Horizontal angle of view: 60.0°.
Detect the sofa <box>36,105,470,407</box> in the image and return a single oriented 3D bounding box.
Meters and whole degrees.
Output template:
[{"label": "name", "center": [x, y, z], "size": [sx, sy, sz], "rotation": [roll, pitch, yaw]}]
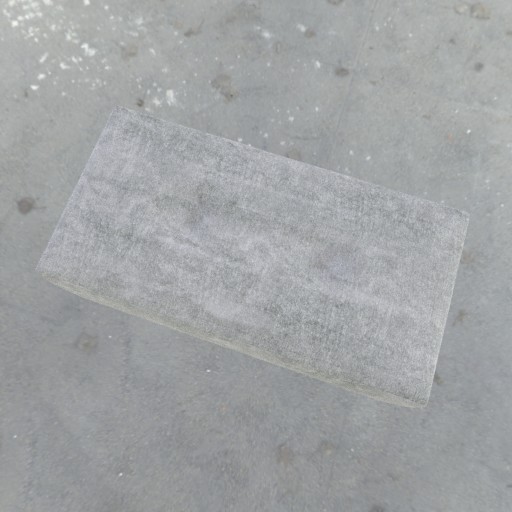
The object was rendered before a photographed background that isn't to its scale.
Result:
[{"label": "sofa", "center": [0.000, 0.000, 1.140], "size": [0.930, 0.330, 0.480], "rotation": [18, 76, 5]}]
